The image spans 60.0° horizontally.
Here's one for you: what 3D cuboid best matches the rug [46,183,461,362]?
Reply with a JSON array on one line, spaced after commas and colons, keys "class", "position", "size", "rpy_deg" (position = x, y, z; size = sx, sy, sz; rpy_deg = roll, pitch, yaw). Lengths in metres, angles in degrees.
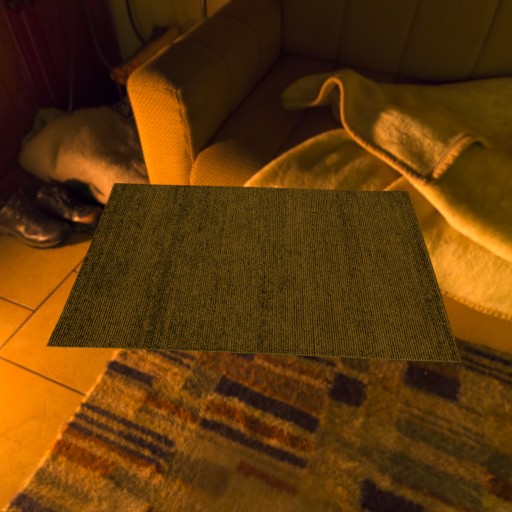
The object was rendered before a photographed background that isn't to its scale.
[{"class": "rug", "position": [0.000, 0.000, 2.268], "size": [1.777, 0.021, 1.145], "rpy_deg": [2, 47, 2]}]
